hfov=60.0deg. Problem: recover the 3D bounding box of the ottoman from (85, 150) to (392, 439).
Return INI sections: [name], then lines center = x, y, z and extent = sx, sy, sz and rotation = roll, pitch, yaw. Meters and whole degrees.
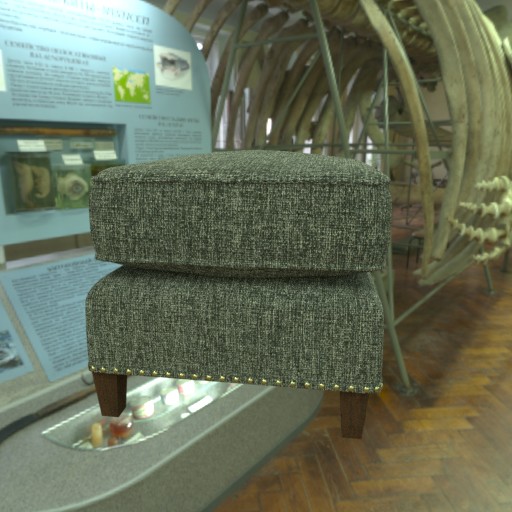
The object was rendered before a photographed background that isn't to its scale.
[ottoman]
center = 0.000, 0.000, 1.153
extent = 0.589, 0.537, 0.738
rotation = 2, 14, 8
